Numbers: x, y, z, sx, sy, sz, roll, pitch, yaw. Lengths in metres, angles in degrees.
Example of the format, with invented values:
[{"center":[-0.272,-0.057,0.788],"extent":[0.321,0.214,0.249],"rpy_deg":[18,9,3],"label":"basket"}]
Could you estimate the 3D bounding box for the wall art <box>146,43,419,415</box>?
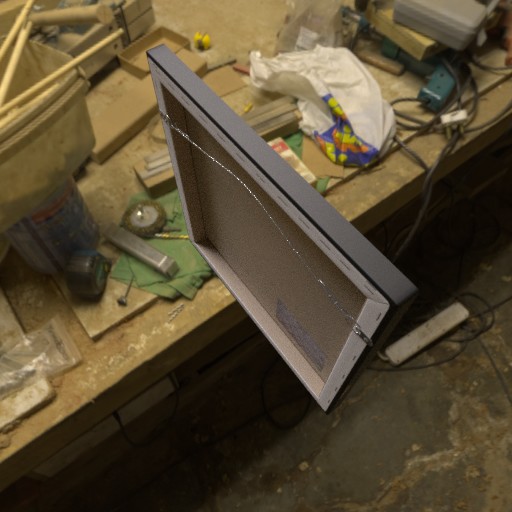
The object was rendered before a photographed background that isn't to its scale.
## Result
[{"center":[0.000,0.000,0.913],"extent":[0.043,0.611,0.610],"rpy_deg":[-32,64,-18],"label":"wall art"}]
